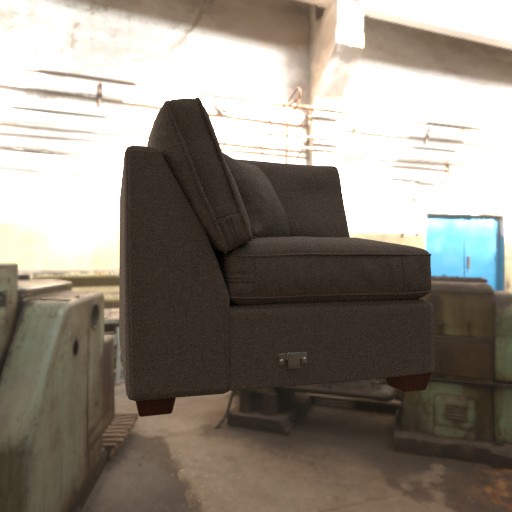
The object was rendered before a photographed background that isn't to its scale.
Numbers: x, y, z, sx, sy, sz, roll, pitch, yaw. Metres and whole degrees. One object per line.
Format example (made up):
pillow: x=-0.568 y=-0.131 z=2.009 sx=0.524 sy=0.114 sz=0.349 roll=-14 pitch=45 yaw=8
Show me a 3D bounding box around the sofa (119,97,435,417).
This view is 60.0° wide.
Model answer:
sofa: x=0.000 y=0.000 z=1.963 sx=1.146 sy=1.002 sz=1.084 roll=0 pitch=-1 yaw=-18
